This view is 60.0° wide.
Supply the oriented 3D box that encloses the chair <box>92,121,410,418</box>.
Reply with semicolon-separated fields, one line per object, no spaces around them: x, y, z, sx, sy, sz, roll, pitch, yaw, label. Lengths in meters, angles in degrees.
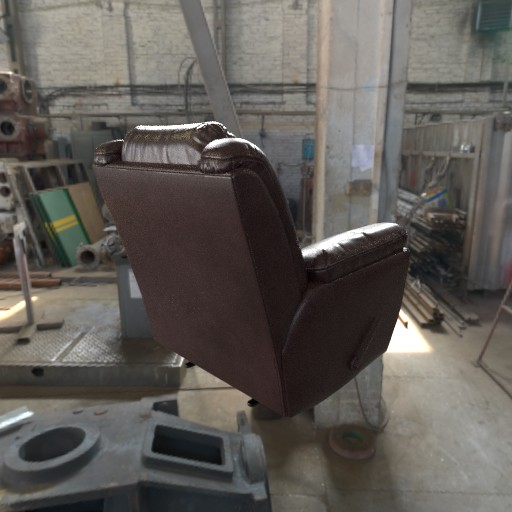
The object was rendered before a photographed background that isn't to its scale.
0.000;0.000;1.955;1.041;1.093;0.990;-13;19;-42;chair
